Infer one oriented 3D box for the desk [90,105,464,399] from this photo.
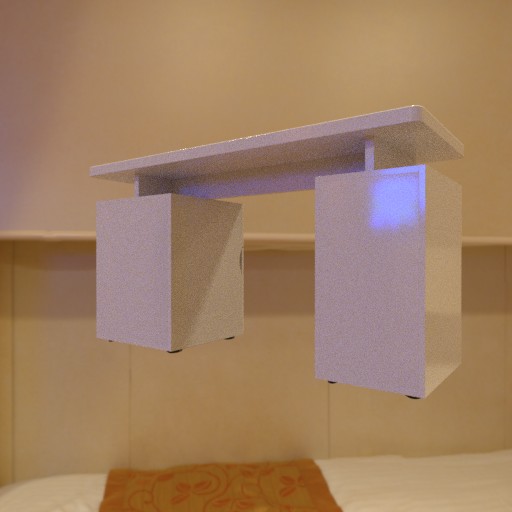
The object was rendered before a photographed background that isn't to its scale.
[{"bbox_3d":[0.000,0.000,1.731,1.400,0.762,0.550,0,0,36],"label":"desk"}]
